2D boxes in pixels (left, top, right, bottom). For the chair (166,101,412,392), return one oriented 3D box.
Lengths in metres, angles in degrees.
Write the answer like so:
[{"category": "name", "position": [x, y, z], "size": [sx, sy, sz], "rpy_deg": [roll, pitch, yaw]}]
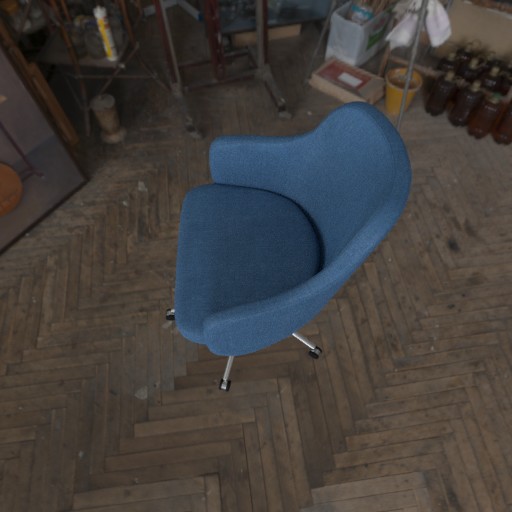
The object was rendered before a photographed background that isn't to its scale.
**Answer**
[{"category": "chair", "position": [0.000, 0.000, 1.287], "size": [0.655, 0.820, 0.599], "rpy_deg": [-1, 59, -1]}]
